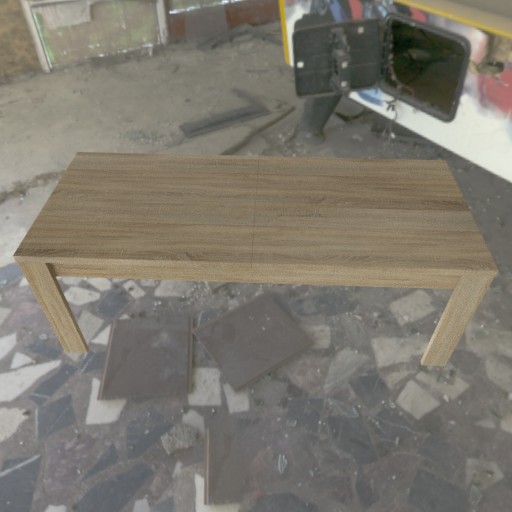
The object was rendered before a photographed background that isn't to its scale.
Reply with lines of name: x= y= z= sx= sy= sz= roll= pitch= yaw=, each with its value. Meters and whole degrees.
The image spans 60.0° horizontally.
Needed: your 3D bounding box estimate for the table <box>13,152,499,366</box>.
table: x=0.000 y=0.000 z=2.601 sx=2.200 sy=0.790 sz=0.900 roll=2 pitch=44 yaw=2
